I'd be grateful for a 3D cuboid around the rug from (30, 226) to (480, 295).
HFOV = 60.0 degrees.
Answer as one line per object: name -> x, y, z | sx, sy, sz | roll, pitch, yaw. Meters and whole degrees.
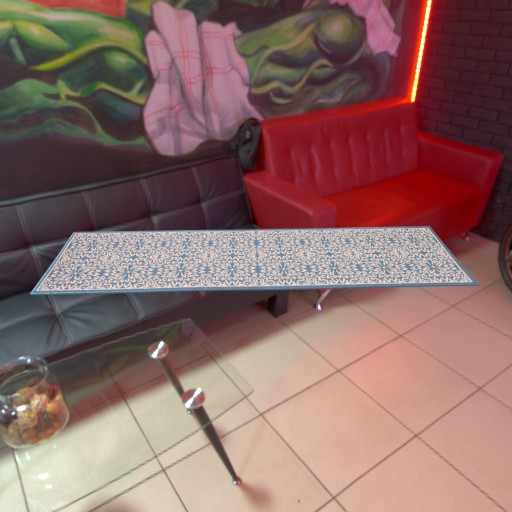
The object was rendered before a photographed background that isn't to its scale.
rug -> 0.000, 0.000, 2.445 | 2.196, 0.011, 0.662 | -1, 30, -2
